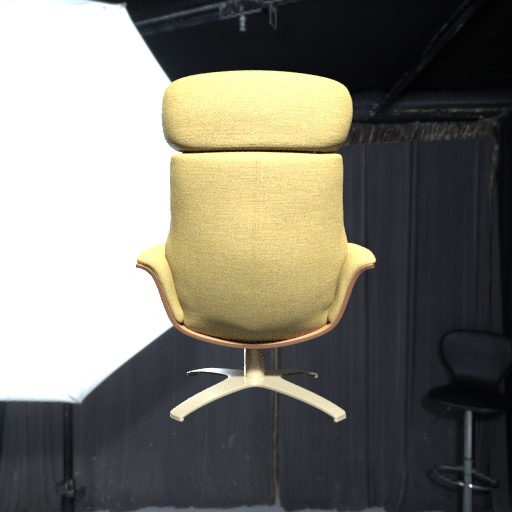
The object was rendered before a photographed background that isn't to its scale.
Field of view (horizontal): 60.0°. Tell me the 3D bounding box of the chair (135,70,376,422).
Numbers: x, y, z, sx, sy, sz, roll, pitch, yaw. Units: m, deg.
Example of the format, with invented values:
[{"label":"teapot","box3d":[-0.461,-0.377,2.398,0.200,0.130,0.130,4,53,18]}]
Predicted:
[{"label":"chair","box3d":[0.000,0.000,1.563,0.785,0.995,0.837,0,0,0]}]
